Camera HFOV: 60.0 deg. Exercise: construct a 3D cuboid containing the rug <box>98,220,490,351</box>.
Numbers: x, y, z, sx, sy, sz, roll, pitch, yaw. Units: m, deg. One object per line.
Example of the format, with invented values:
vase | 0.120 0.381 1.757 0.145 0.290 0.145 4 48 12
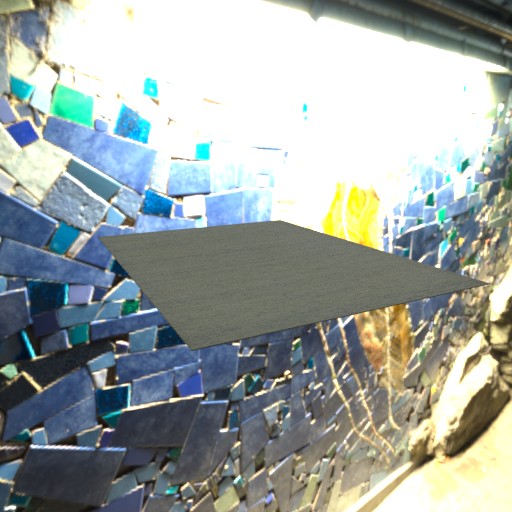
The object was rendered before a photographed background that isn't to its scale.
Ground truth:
rug | 0.000 0.000 4.269 2.438 0.006 3.197 -8 16 -27
